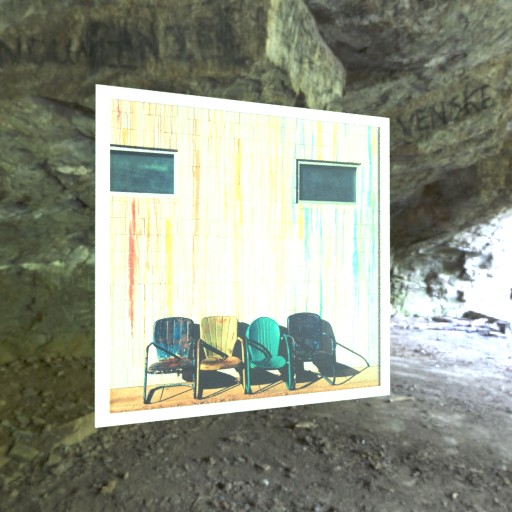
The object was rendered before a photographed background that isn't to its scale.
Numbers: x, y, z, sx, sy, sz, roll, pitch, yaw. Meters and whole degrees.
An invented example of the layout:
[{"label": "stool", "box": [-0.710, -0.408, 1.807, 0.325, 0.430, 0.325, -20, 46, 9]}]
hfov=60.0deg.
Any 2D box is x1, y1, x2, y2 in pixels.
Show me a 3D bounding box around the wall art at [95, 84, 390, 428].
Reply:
[{"label": "wall art", "box": [0.000, 0.000, 1.115, 0.760, 0.760, 0.036, 0, 0, -18]}]
